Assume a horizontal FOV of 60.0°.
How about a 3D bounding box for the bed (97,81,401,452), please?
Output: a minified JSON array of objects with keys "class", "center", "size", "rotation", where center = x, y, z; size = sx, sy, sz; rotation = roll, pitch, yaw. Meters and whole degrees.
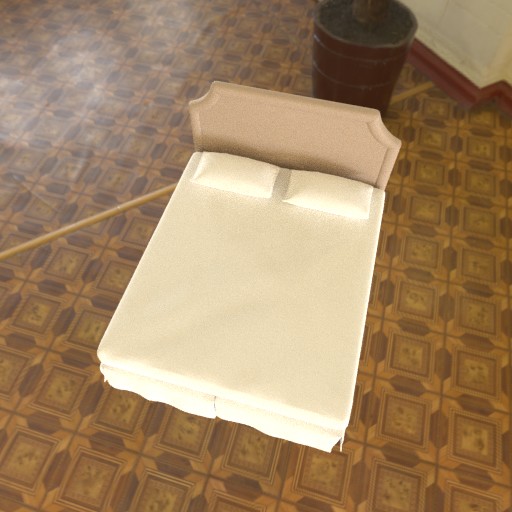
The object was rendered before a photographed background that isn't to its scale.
[{"class":"bed","center":[0.000,0.000,4.199],"size":[2.350,1.590,2.773],"rotation":[13,59,8]}]
